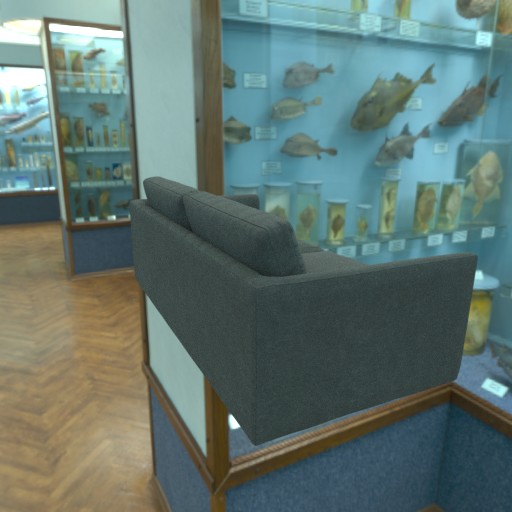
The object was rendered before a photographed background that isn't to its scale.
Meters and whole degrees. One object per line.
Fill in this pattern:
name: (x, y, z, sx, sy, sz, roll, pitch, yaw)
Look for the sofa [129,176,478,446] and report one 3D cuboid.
sofa: (0.000, 0.000, 2.720, 1.092, 0.838, 2.257, -7, 17, -25)
